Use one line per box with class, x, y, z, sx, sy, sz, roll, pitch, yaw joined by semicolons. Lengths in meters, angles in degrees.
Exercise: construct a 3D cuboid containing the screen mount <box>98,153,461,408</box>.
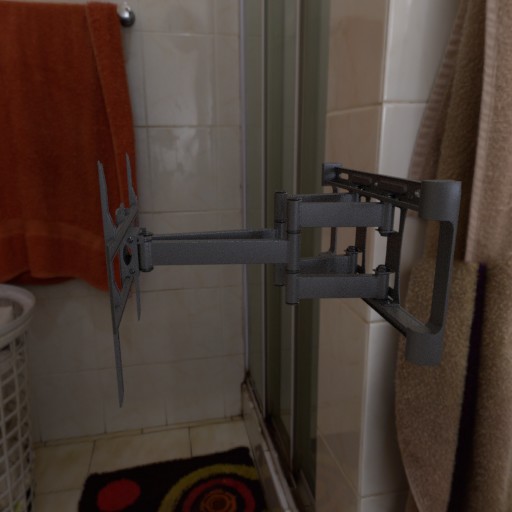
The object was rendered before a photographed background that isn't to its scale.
screen mount;0.000;0.000;0.954;0.556;0.424;0.571;-3;15;-9
